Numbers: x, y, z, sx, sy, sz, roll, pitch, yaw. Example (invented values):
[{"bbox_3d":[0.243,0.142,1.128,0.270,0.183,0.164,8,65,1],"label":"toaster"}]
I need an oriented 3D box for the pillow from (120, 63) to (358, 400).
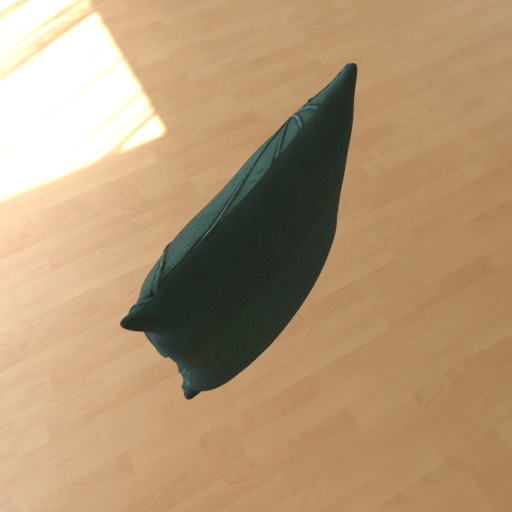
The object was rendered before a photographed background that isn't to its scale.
[{"bbox_3d":[0.000,0.000,0.684,0.184,0.440,0.439,33,68,15],"label":"pillow"}]
